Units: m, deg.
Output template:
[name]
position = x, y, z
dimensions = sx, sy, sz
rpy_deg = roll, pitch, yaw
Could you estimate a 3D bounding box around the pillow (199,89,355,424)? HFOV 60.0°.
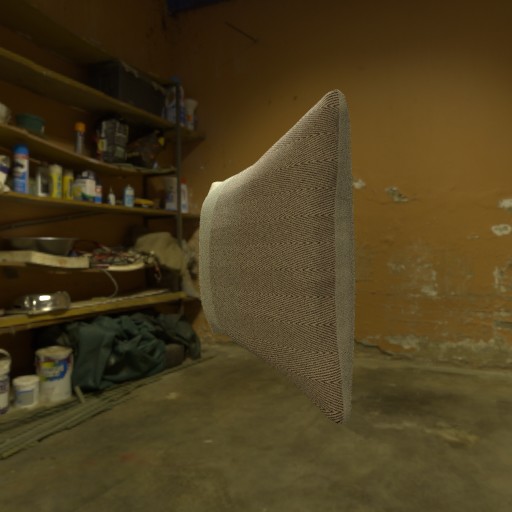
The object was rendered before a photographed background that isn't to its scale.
[pillow]
position = 0.000, 0.000, 0.636
dimensions = 0.139, 0.305, 0.506
rpy_deg = 0, 0, -18
